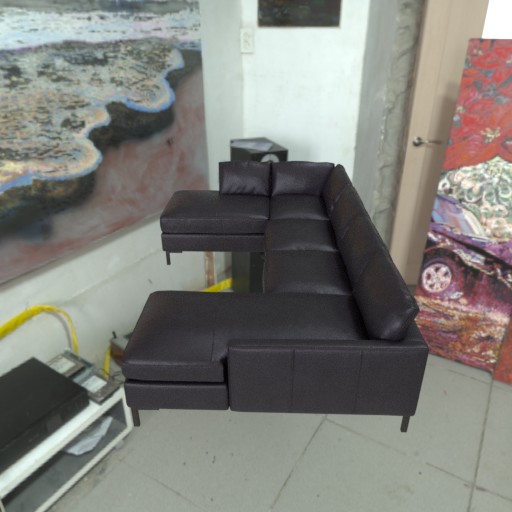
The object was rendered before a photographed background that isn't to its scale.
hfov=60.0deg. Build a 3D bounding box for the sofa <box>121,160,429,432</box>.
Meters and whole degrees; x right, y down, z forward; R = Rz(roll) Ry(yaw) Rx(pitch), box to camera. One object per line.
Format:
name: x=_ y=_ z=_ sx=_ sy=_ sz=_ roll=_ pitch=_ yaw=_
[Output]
sofa: x=0.000 y=0.000 z=3.766 sx=1.939 sy=0.900 sz=2.956 roll=1 pitch=27 yaw=1
